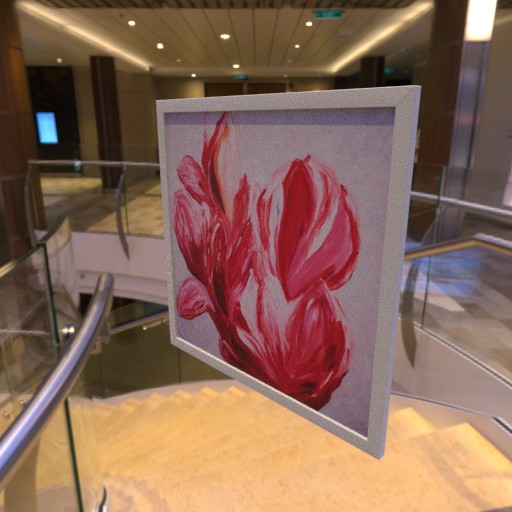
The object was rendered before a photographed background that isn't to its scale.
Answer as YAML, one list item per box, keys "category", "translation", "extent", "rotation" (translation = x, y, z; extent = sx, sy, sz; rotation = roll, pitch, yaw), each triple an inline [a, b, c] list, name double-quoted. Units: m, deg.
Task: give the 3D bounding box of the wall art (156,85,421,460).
- category: "wall art"
  translation: [0.000, 0.000, 0.967]
  extent: [0.664, 0.661, 0.020]
  rotation: [16, 23, 42]
